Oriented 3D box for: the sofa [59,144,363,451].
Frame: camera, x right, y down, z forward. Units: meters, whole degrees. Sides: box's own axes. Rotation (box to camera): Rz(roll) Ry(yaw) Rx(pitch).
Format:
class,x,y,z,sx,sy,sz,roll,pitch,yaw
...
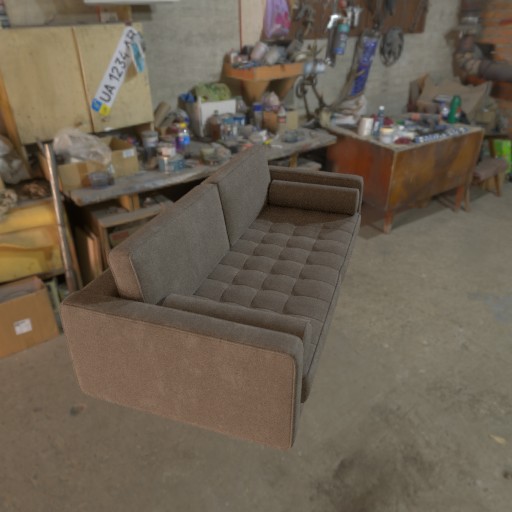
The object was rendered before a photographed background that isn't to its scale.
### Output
class,x,y,z,sx,sy,sz,roll,pitch,yaw
sofa,0.000,0.000,2.326,0.920,0.769,1.883,9,30,16
